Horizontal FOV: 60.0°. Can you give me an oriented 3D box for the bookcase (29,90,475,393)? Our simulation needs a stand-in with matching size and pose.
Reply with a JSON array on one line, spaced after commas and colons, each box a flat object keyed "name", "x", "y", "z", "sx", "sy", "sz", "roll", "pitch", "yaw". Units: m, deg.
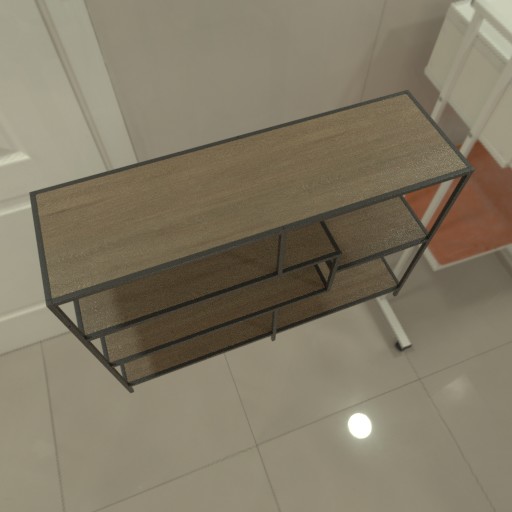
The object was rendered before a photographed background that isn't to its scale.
[{"name": "bookcase", "x": 0.000, "y": 0.000, "z": 1.515, "sx": 1.140, "sy": 0.780, "sz": 0.350, "roll": -18, "pitch": 61, "yaw": -11}]
